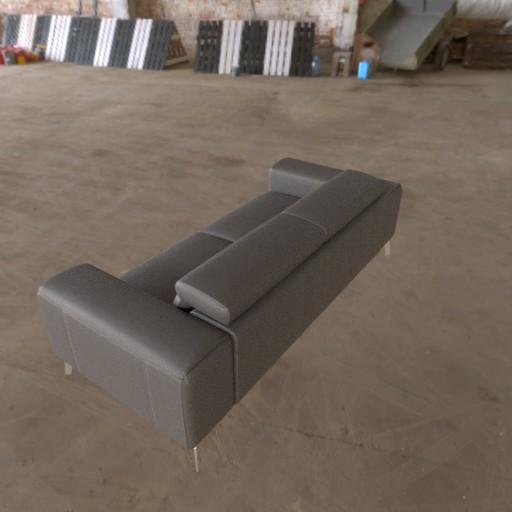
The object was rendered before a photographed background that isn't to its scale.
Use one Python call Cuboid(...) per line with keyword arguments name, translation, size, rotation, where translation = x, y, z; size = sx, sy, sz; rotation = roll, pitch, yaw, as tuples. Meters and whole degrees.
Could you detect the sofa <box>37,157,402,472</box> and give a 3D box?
Cuboid(name="sofa", translation=(0.000, 0.000, 2.797), size=(1.023, 0.759, 2.321), rotation=(21, 37, 30))
